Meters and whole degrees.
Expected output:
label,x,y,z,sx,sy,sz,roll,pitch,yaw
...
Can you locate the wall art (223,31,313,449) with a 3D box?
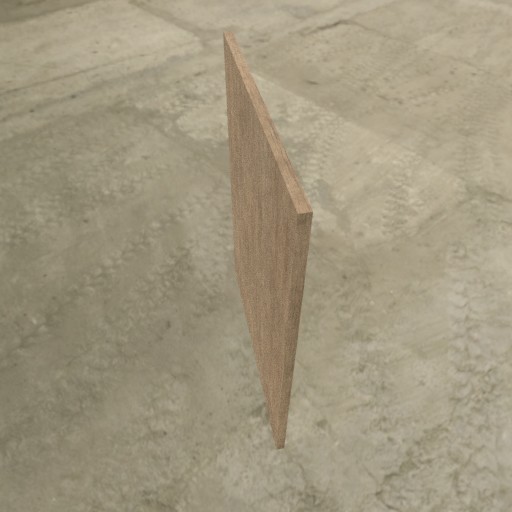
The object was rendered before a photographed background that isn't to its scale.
label,x,y,z,sx,sy,sz,roll,pitch,yaw
wall art,0.000,0.000,0.909,0.018,0.686,0.534,-8,47,-8
